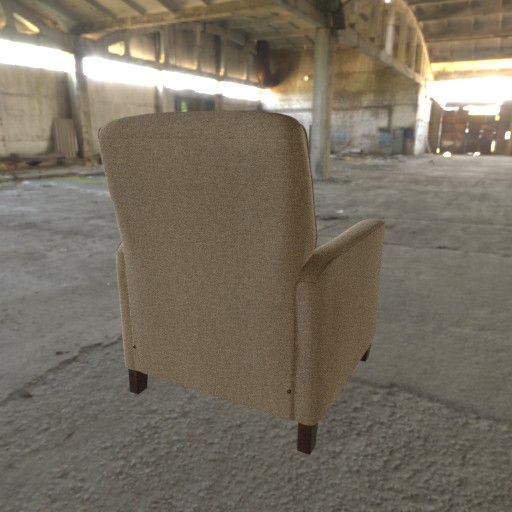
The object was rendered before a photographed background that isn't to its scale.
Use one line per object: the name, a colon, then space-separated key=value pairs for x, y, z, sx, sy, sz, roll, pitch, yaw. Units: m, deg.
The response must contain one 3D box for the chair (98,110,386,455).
chair: x=0.000 y=0.000 z=1.703 sx=0.841 sy=1.028 sz=0.858 roll=8 pitch=17 yaw=27
